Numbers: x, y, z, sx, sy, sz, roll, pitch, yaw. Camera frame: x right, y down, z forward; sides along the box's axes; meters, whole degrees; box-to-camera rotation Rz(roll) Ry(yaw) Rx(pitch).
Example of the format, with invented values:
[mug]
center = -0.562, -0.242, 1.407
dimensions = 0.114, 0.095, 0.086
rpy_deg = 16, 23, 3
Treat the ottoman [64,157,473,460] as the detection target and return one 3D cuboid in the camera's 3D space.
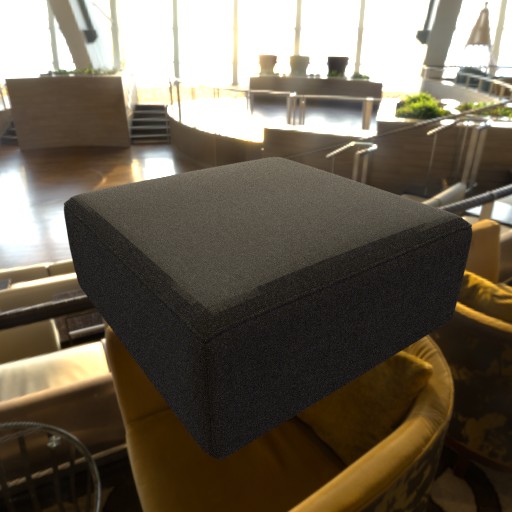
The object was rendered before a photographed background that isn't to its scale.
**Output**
[ottoman]
center = 0.000, 0.000, 1.535
dimensions = 1.000, 0.439, 1.000
rpy_deg = -19, 32, -32
